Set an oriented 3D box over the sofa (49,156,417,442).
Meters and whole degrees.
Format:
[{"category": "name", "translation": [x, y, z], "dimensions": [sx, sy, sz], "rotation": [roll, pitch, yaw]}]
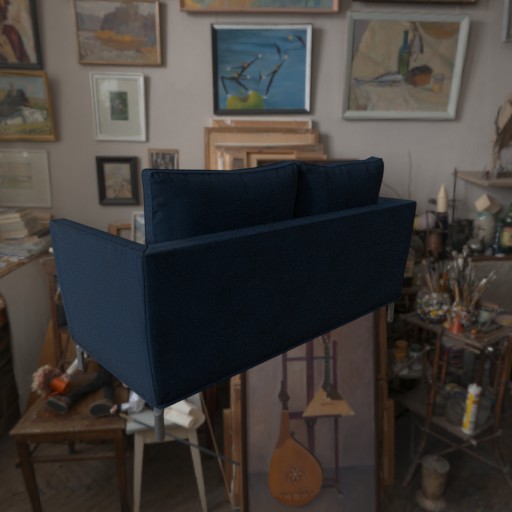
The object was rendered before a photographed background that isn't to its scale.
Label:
[{"category": "sofa", "translation": [0.000, 0.000, 2.330], "dimensions": [1.770, 1.002, 0.853], "rotation": [-14, 20, -41]}]
